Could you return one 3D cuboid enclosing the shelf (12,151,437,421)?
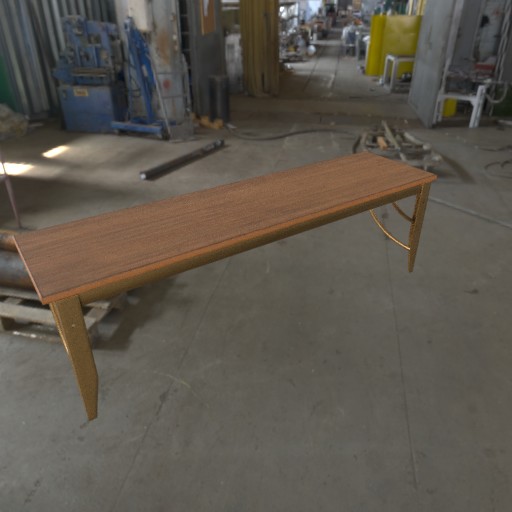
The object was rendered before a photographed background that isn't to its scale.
[{"bbox_3d":[0.000,0.000,0.706,0.636,0.190,0.166,-19,35,-29],"label":"shelf"}]
